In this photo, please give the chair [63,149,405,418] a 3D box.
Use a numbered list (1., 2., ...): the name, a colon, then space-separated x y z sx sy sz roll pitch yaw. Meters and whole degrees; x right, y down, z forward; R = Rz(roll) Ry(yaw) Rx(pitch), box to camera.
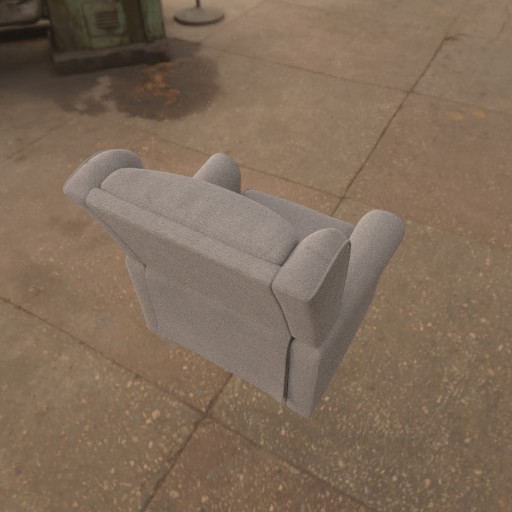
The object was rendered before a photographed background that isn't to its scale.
1. chair: 0.000 0.000 1.679 0.906 0.966 0.854 23 50 21
